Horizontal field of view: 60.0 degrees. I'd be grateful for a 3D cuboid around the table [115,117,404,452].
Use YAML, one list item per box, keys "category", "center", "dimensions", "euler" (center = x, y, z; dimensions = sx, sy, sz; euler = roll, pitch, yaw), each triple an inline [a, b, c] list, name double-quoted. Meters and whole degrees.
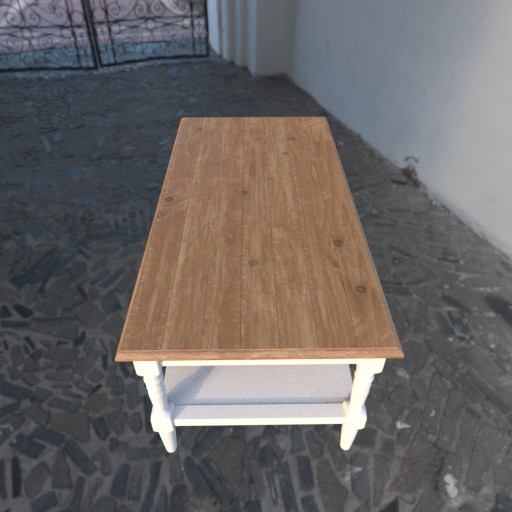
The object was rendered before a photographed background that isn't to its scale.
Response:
- category: "table"
  center: [0.000, 0.000, 1.420]
  dimensions: [0.559, 0.458, 1.118]
  euler: [-1, 40, -1]
